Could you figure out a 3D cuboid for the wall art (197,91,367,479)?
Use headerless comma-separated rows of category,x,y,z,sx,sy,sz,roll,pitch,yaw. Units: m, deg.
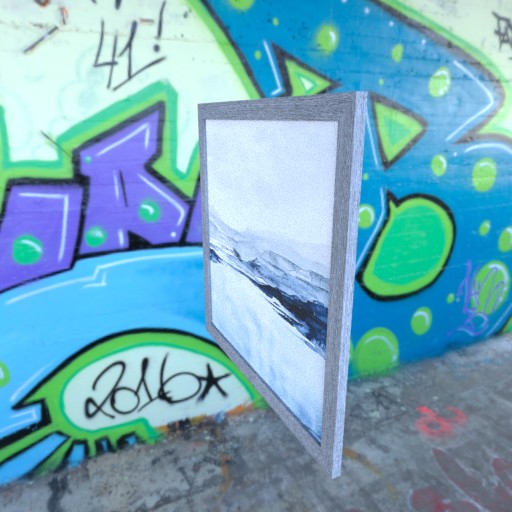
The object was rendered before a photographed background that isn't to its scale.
wall art,0.000,0.000,1.028,0.020,0.685,0.685,-8,19,-25
